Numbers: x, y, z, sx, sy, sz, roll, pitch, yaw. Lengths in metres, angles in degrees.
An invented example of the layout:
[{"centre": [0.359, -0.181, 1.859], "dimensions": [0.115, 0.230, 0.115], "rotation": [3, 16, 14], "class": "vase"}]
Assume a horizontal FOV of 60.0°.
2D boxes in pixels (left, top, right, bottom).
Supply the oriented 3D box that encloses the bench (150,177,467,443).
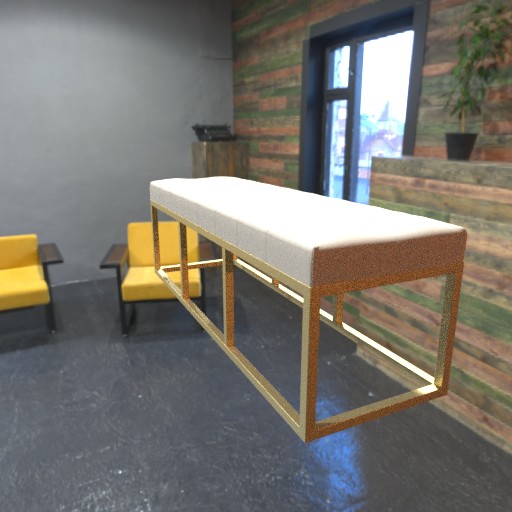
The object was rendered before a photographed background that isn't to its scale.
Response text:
[{"centre": [0.000, 0.000, 1.693], "dimensions": [0.457, 0.484, 1.473], "rotation": [-7, 17, -25], "class": "bench"}]
